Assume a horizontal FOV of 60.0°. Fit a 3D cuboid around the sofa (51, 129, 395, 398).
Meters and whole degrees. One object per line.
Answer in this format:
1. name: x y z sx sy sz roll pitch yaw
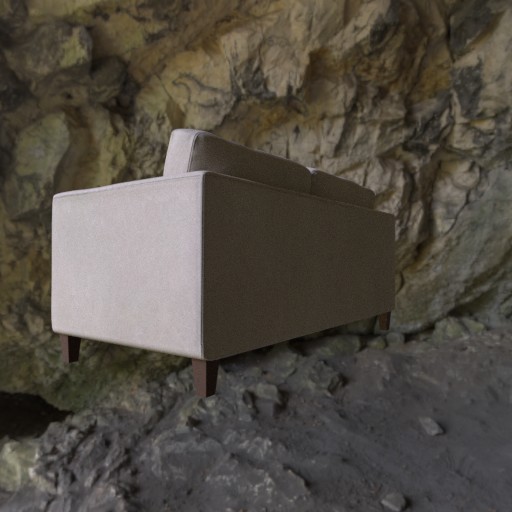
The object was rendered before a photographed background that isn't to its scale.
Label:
1. sofa: 0.000 0.000 2.412 0.950 0.940 1.846 0 0 36
